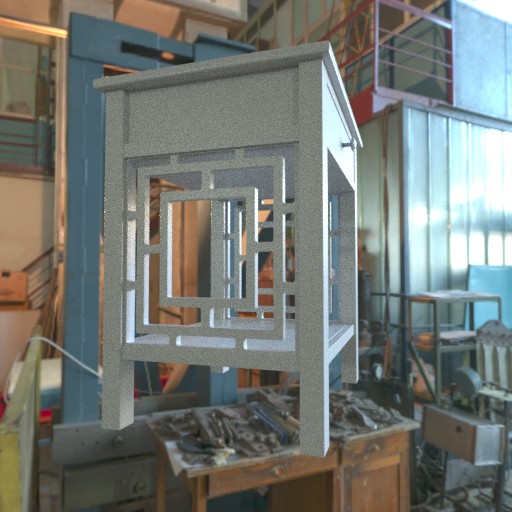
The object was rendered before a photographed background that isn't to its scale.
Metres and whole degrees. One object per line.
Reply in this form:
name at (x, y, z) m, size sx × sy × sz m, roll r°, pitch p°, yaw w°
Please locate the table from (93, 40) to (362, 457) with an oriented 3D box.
table at (0.000, 0.000, 1.008) m, size 0.451 × 0.646 × 0.564 m, roll -1°, pitch -2°, yaw 19°
